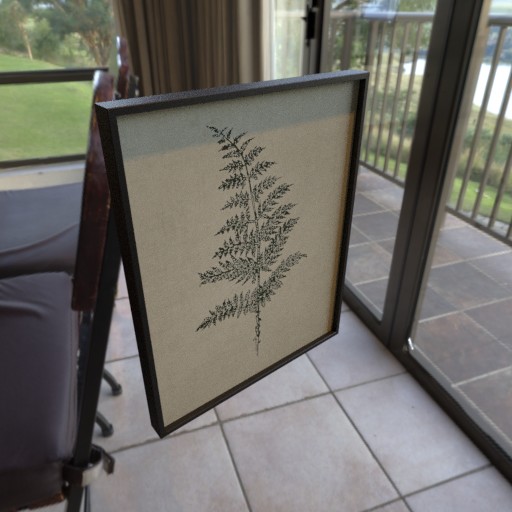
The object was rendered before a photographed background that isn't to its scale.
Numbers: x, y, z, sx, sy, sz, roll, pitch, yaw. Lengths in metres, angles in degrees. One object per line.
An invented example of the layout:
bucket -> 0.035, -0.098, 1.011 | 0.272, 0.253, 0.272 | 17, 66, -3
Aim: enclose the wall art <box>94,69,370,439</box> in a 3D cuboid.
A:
wall art -> 0.000, 0.000, 0.760 | 0.449, 0.555, 0.039 | -22, 37, -32
